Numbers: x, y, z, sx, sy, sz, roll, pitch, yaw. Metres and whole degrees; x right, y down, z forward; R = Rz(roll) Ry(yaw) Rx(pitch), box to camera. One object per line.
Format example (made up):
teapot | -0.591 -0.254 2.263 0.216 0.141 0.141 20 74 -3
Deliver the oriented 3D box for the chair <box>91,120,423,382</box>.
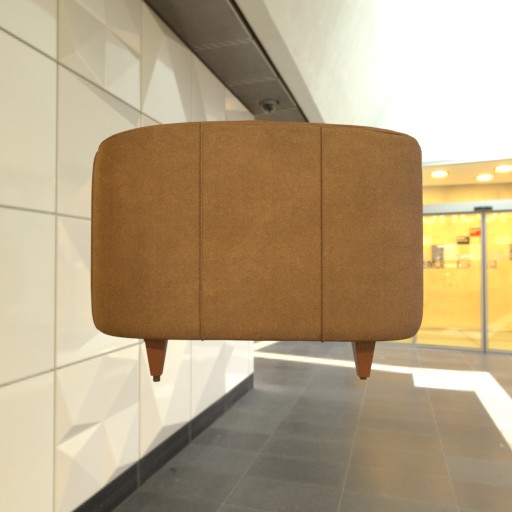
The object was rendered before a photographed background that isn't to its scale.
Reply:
chair | 0.000 0.000 1.730 1.118 0.787 0.914 0 -1 -2
